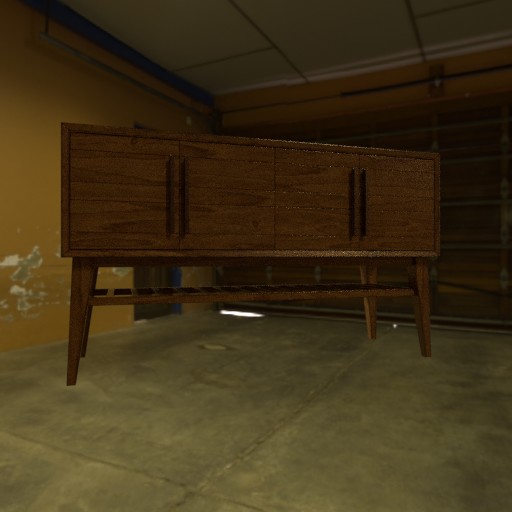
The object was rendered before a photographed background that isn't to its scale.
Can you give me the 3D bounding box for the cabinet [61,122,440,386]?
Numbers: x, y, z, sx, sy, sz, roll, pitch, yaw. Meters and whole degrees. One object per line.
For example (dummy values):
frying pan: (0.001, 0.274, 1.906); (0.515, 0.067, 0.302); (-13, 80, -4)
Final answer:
cabinet: (0.000, 0.000, 1.745); (1.363, 0.802, 0.477); (0, 0, -17)
